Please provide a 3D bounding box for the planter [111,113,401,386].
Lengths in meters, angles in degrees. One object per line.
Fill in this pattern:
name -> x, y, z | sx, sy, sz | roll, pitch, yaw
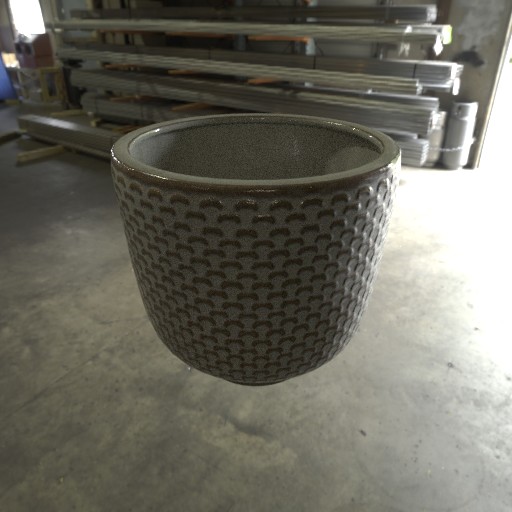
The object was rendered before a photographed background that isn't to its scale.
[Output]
planter -> 0.000, 0.000, 0.247 | 0.139, 0.130, 0.139 | 0, 28, 0
